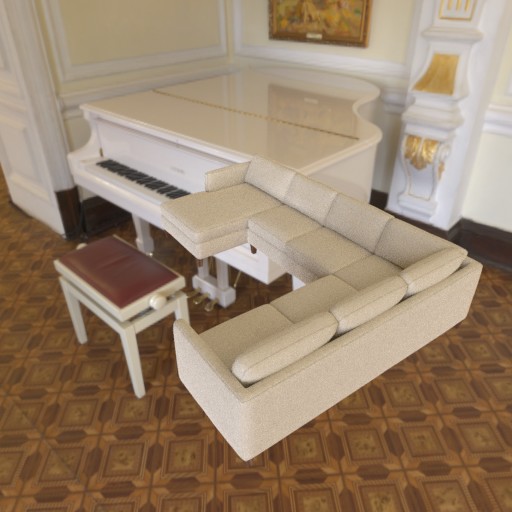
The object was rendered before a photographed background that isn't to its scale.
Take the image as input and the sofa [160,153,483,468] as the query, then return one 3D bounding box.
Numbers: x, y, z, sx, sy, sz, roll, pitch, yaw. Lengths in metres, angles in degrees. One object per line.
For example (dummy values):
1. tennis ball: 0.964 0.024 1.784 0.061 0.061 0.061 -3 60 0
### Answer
1. sofa: 0.000 0.000 4.406 2.551 0.853 3.238 -21 38 -29
